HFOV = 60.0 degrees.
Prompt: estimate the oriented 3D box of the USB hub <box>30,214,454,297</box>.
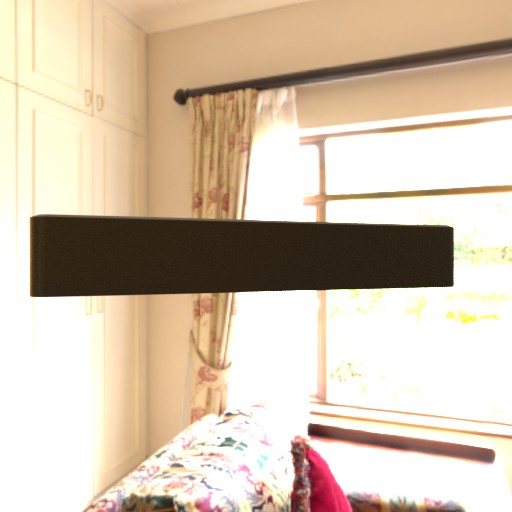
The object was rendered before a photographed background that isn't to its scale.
[{"bbox_3d":[0.000,0.000,0.163,0.145,0.023,0.044,0,0,-18],"label":"USB hub"}]
